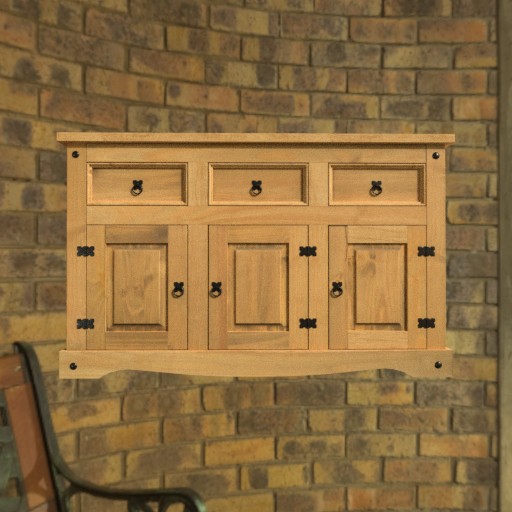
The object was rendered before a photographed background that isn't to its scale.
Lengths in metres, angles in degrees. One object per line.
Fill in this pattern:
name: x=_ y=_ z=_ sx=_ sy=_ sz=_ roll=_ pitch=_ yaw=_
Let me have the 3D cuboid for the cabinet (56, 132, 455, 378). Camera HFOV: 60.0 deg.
cabinet: x=0.000 y=0.000 z=1.682 sx=1.321 sy=0.810 sz=0.432 roll=0 pitch=0 yaw=-1
